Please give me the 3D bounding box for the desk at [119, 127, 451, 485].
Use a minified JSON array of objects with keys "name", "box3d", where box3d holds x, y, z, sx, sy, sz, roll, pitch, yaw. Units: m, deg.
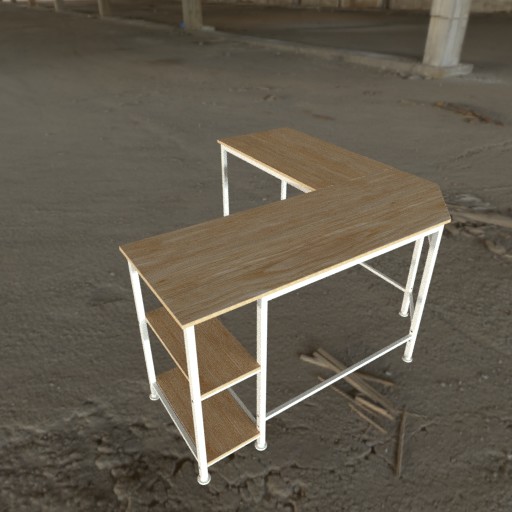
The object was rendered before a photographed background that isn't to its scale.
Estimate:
[{"name":"desk","box3d":[0.000,0.000,2.173,1.379,0.739,1.379,-19,36,-28]}]
